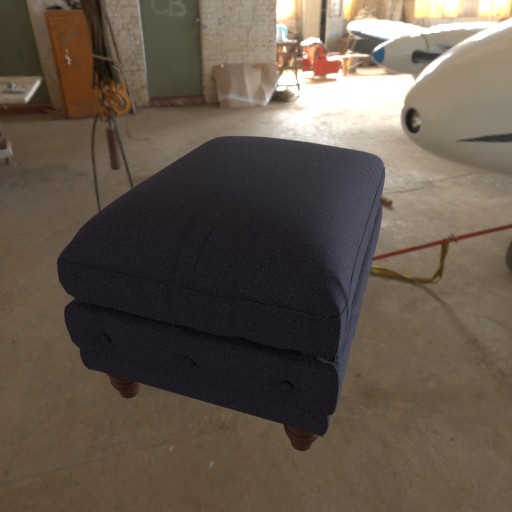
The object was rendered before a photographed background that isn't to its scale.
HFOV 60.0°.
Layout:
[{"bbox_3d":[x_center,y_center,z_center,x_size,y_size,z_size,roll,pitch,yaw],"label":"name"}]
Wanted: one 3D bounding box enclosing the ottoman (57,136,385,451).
[{"bbox_3d":[0.000,0.000,1.121,0.558,0.486,0.767,10,32,17],"label":"ottoman"}]
